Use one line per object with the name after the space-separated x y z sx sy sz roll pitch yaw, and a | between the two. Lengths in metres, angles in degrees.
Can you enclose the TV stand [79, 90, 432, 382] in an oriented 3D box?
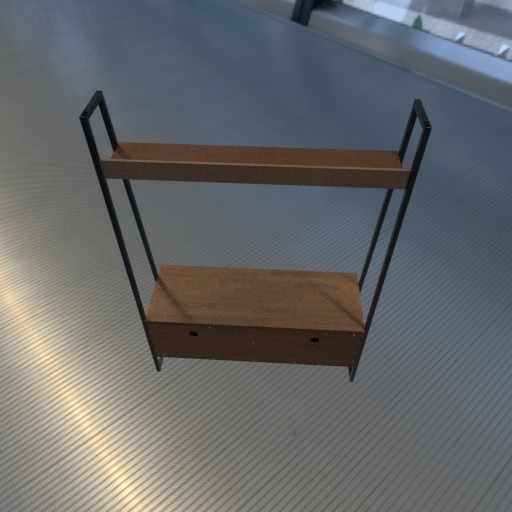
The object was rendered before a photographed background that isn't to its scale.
0.000 0.000 2.336 1.250 1.772 0.432 2 45 2 | TV stand
